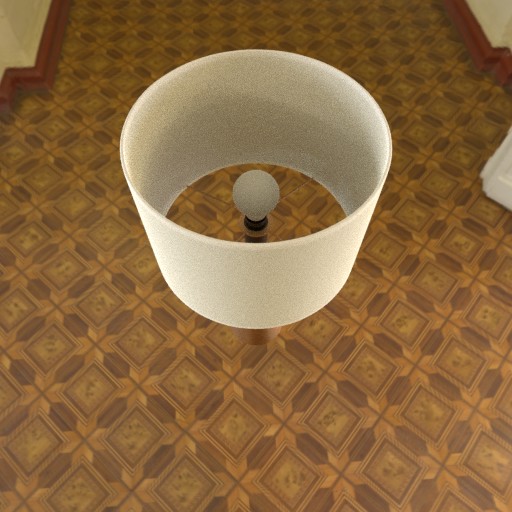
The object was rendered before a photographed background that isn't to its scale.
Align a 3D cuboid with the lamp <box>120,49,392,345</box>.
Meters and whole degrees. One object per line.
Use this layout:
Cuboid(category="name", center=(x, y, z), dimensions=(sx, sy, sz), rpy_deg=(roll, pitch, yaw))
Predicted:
Cuboid(category="lamp", center=(0.000, 0.000, 0.646), dimensions=(0.268, 0.479, 0.268), rpy_deg=(36, 65, 19))
